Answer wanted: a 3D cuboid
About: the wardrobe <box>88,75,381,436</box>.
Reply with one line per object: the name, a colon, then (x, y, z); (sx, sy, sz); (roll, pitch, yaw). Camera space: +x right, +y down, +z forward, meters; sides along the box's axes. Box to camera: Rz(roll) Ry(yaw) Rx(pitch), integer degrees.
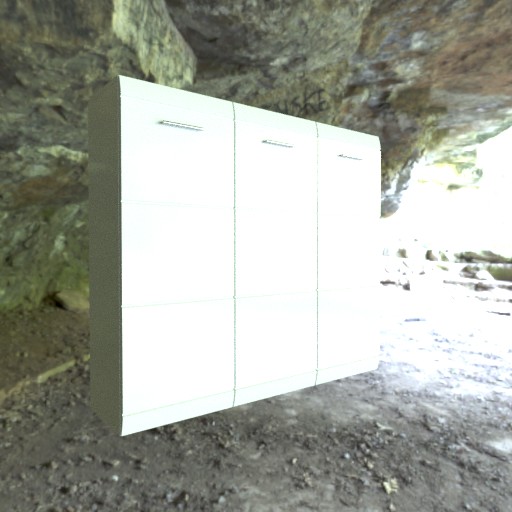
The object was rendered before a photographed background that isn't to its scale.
wardrobe: (0.000, 0.000, 1.968); (1.340, 1.200, 0.360); (-1, 1, -37)
